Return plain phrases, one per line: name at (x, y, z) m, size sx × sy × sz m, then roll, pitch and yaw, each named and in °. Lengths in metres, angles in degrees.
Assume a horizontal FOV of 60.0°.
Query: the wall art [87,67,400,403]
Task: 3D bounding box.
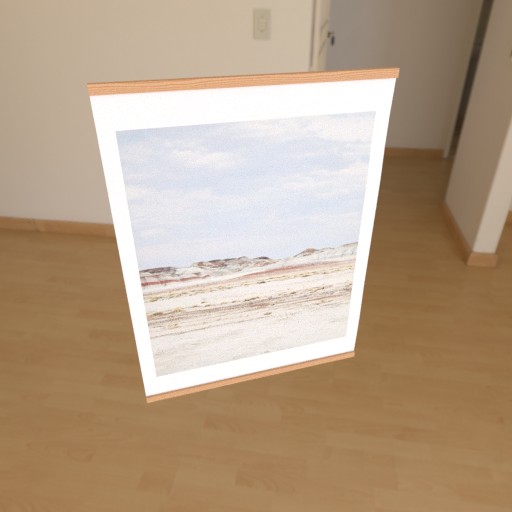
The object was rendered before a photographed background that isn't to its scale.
wall art at (0.000, 0.000, 0.791) m, size 0.458 × 0.605 × 0.011 m, roll -9°, pitch 33°, yaw -14°
